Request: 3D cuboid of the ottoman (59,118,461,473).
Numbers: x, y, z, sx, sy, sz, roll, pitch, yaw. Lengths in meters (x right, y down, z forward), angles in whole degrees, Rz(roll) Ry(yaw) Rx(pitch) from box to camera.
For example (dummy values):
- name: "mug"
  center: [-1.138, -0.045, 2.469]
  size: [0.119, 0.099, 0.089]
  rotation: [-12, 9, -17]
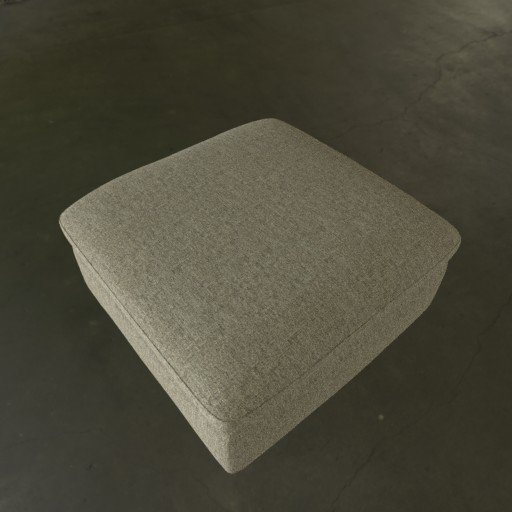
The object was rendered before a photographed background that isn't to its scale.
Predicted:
- name: "ottoman"
  center: [0.000, 0.000, 1.633]
  size: [1.039, 0.526, 1.035]
  rotation: [-32, 55, -26]
